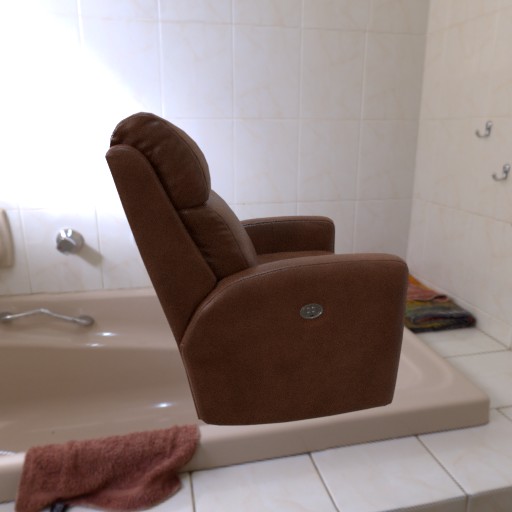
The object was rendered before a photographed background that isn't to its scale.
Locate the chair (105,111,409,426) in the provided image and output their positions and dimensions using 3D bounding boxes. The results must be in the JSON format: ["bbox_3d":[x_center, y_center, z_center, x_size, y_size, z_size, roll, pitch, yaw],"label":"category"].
[{"bbox_3d":[0.000,0.000,1.679,0.939,1.016,0.787,-3,16,-10],"label":"chair"}]
